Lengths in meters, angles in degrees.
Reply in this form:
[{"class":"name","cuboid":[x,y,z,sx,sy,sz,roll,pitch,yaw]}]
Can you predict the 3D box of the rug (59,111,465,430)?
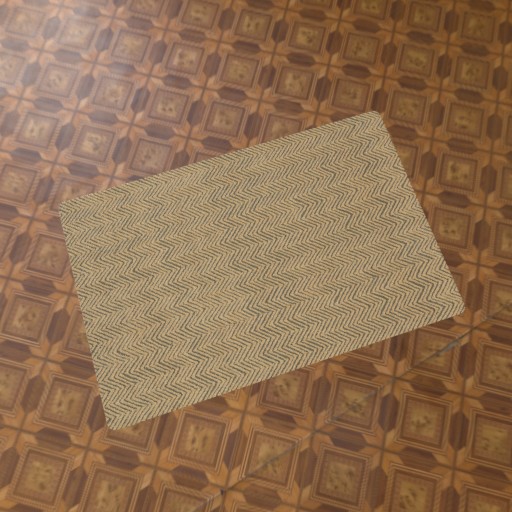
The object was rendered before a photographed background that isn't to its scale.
[{"class":"rug","cuboid":[0.000,0.000,2.186,1.752,0.008,1.144,-17,76,-4]}]
